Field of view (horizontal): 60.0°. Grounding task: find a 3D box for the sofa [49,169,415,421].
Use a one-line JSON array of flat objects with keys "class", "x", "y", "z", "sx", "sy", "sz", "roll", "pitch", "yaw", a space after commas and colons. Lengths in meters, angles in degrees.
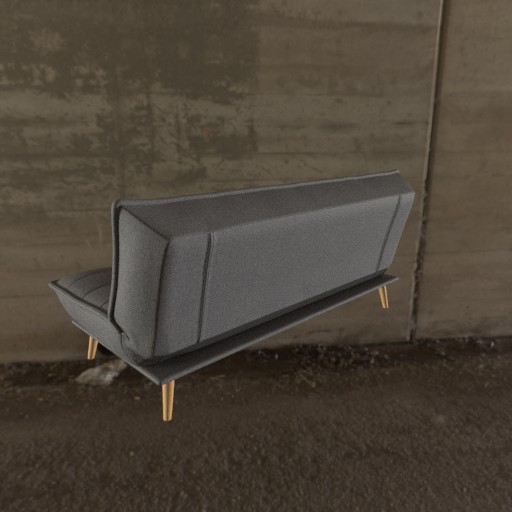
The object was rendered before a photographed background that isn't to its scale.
[{"class": "sofa", "x": 0.000, "y": 0.000, "z": 2.474, "sx": 1.940, "sy": 0.890, "sz": 0.950, "roll": -15, "pitch": 21, "yaw": -42}]
